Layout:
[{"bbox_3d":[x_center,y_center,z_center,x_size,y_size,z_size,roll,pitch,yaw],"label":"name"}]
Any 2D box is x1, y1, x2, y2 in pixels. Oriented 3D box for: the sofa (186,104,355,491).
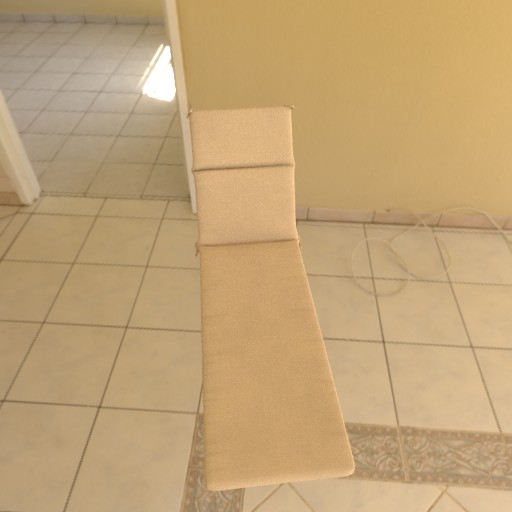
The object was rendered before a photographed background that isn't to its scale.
[{"bbox_3d":[0.000,0.000,1.913,0.582,0.622,1.663,-4,45,-4],"label":"sofa"}]
